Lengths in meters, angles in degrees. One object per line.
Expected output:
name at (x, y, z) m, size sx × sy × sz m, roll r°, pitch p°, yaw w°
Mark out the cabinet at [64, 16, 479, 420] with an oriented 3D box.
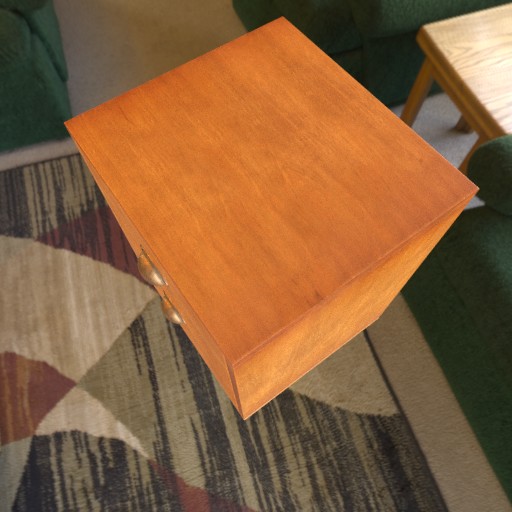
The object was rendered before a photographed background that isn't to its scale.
cabinet at (0.000, 0.000, 0.840) m, size 0.401 × 0.579 × 0.409 m, roll -33°, pitch 68°, yaw -15°
